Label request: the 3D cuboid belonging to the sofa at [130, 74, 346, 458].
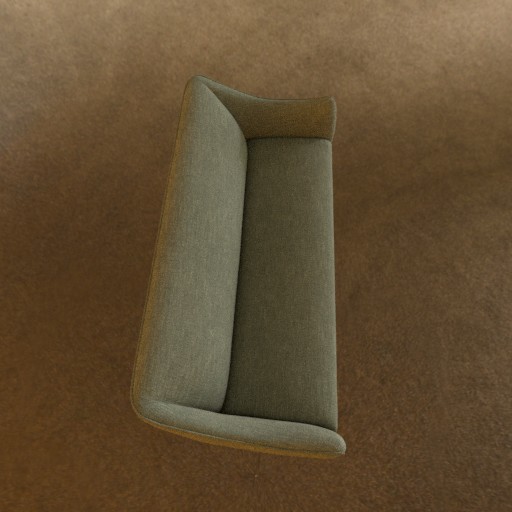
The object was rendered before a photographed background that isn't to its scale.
[{"bbox_3d":[0.000,0.000,2.351,0.867,0.829,1.928,3,64,2],"label":"sofa"}]
